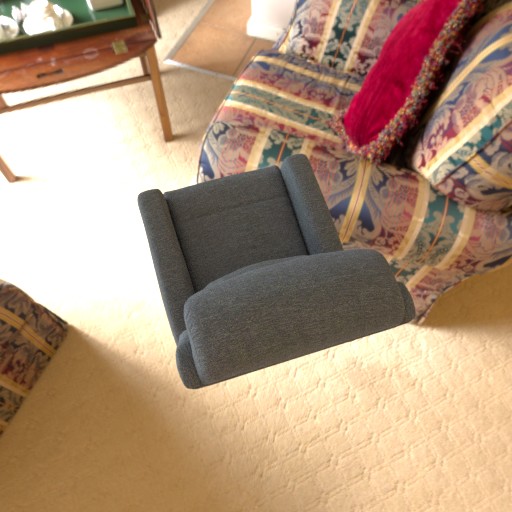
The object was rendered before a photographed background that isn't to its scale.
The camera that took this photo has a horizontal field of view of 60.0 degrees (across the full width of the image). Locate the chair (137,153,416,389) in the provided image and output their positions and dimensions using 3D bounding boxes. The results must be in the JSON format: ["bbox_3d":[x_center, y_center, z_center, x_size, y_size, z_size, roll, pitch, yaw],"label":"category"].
[{"bbox_3d":[0.000,0.000,1.734,0.798,1.013,1.043,-15,62,-9],"label":"chair"}]
